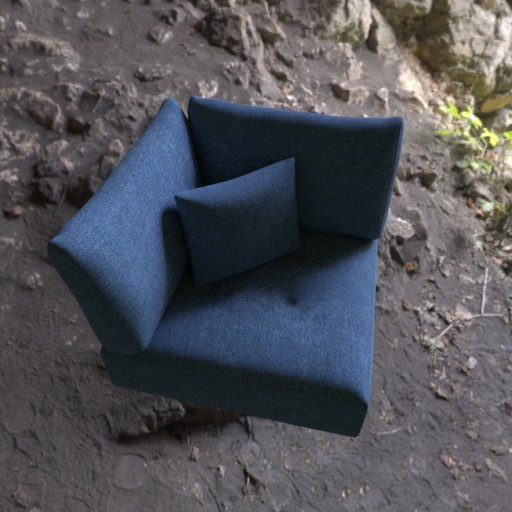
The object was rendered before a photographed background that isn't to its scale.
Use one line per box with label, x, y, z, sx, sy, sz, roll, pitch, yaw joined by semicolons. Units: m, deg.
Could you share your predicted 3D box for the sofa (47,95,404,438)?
sofa;0.000;0.000;1.745;1.000;0.820;1.000;9;45;9
